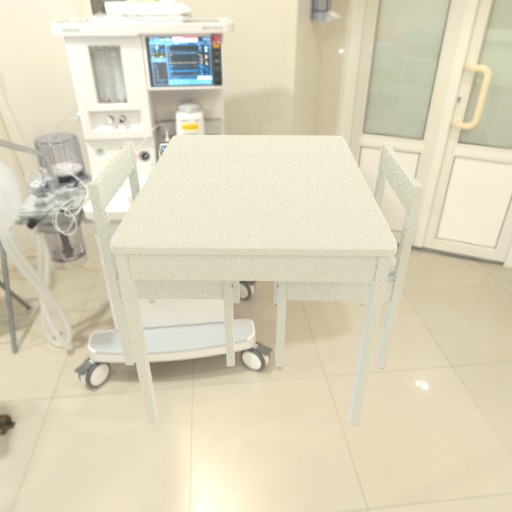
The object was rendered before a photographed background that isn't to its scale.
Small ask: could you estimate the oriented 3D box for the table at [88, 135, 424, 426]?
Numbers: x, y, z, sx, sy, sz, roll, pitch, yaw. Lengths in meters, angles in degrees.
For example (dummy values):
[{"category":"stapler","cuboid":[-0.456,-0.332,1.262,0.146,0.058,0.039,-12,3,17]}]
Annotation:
[{"category":"table","cuboid":[0.000,0.000,1.133,0.672,0.503,0.650,1,32,1]}]
